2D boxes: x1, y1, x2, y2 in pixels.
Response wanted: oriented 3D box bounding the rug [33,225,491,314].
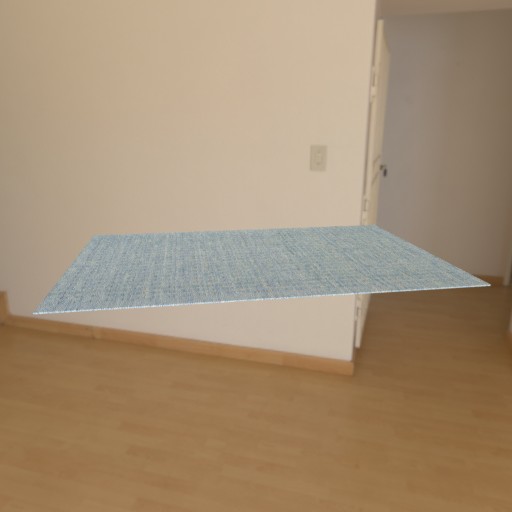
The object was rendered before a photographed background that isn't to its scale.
[{"bbox_3d":[0.000,0.000,2.212,1.752,0.006,1.142,-3,17,-9],"label":"rug"}]
